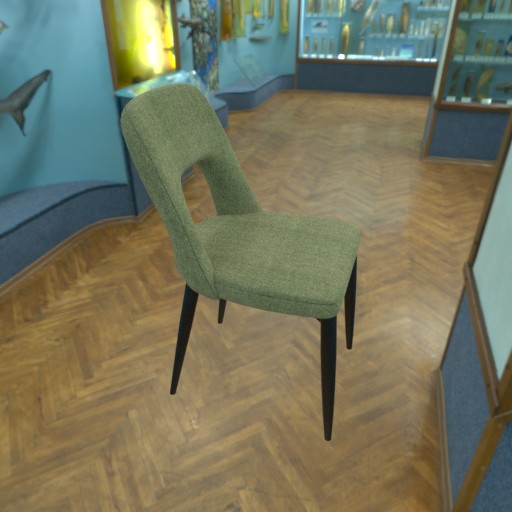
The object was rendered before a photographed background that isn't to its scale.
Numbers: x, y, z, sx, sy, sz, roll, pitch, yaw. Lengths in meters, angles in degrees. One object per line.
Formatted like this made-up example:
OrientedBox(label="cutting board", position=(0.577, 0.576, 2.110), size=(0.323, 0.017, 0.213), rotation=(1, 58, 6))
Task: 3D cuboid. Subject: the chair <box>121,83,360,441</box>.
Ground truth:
OrientedBox(label="chair", position=(0.000, 0.000, 1.335), size=(0.612, 0.931, 0.470), rotation=(10, 32, 16))
